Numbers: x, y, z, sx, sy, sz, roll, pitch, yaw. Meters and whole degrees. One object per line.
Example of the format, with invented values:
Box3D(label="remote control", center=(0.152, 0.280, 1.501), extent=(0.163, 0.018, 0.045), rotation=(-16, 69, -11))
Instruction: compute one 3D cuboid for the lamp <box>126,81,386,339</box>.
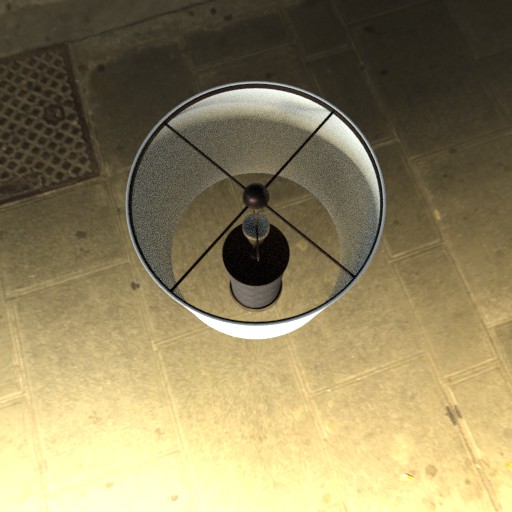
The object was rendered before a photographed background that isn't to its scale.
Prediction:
Box3D(label="lamp", center=(0.000, 0.000, 0.805), extent=(0.301, 0.630, 0.301), rotation=(-4, 77, -1))
